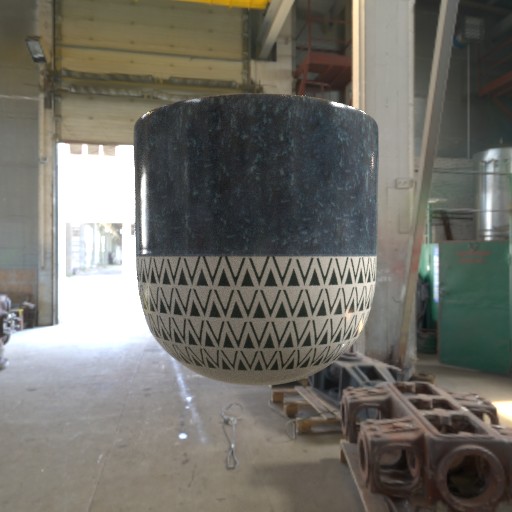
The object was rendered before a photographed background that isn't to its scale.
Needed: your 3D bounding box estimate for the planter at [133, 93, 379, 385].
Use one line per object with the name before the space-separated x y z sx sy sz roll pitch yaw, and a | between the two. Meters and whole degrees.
planter | 0.000 0.000 0.499 0.266 0.270 0.266 0 0 0
